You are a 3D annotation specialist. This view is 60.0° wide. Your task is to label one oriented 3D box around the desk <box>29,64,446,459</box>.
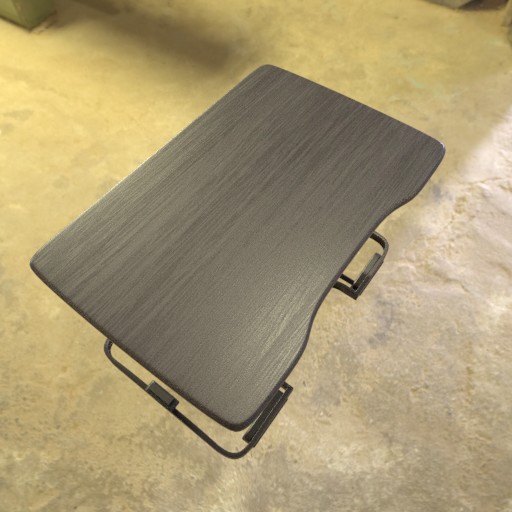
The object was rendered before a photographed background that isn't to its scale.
[{"bbox_3d":[0.000,0.000,1.148,0.546,0.470,0.820,32,63,19],"label":"desk"}]
